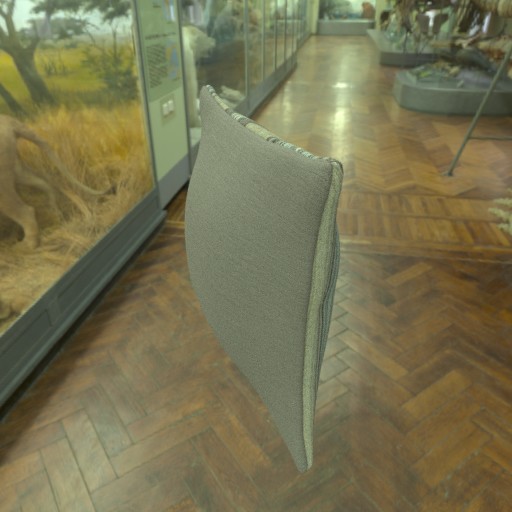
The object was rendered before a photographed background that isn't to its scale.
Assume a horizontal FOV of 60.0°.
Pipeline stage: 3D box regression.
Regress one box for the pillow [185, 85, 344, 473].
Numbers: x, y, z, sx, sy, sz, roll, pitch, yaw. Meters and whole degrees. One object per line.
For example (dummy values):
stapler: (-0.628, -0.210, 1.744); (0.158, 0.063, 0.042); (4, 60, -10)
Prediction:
pillow: (0.000, 0.000, 0.651); (0.189, 0.416, 0.435); (-10, 31, -18)
